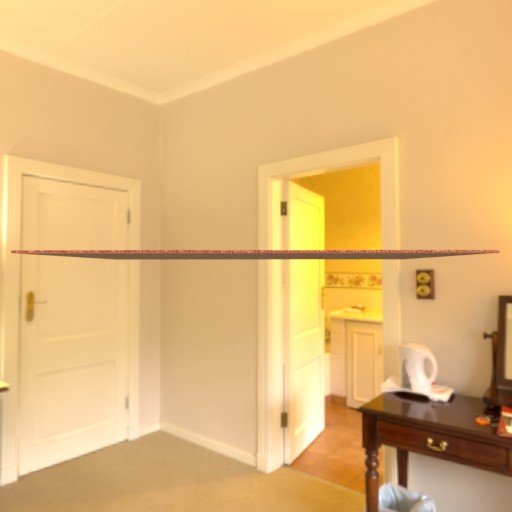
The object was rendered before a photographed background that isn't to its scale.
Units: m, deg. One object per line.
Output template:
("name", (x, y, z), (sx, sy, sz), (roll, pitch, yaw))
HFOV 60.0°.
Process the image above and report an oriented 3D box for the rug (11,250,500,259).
("rug", (0.000, 0.000, 2.963), (2.438, 0.015, 1.524), (0, -2, 1))
